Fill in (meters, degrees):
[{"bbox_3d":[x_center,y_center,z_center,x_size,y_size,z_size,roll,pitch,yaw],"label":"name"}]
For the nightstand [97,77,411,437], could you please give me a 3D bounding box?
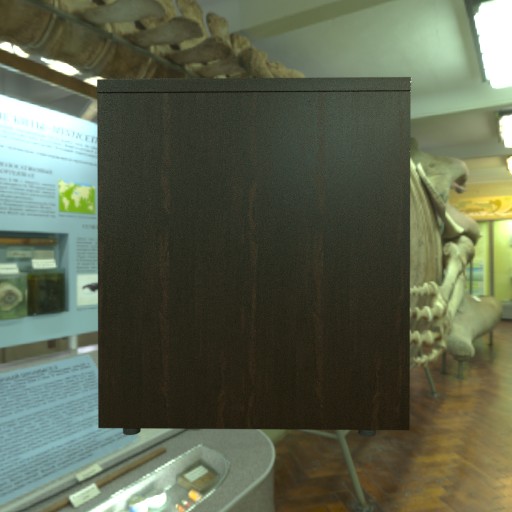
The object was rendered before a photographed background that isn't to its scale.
[{"bbox_3d":[0.000,0.000,0.847,0.427,0.487,0.489,0,0,1],"label":"nightstand"}]
